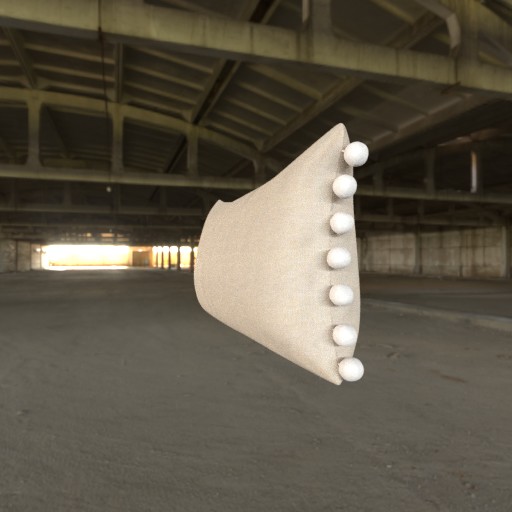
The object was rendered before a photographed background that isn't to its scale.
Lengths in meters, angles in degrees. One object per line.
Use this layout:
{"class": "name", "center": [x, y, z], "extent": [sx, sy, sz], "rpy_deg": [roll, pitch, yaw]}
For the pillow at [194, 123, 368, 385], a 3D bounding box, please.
{"class": "pillow", "center": [0.000, 0.000, 0.847], "extent": [0.201, 0.322, 0.709], "rpy_deg": [0, 0, -18]}
